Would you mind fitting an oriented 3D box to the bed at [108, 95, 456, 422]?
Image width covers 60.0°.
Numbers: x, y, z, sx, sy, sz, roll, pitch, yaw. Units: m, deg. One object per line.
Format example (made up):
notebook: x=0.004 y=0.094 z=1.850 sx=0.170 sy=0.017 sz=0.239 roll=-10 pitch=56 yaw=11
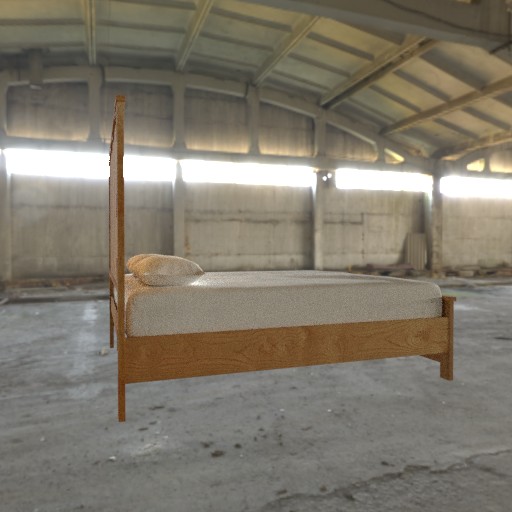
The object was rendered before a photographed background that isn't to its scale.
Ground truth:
bed: x=0.000 y=0.000 z=3.550 sx=2.201 sy=1.686 sz=1.936 roll=0 pitch=1 yaw=-20
